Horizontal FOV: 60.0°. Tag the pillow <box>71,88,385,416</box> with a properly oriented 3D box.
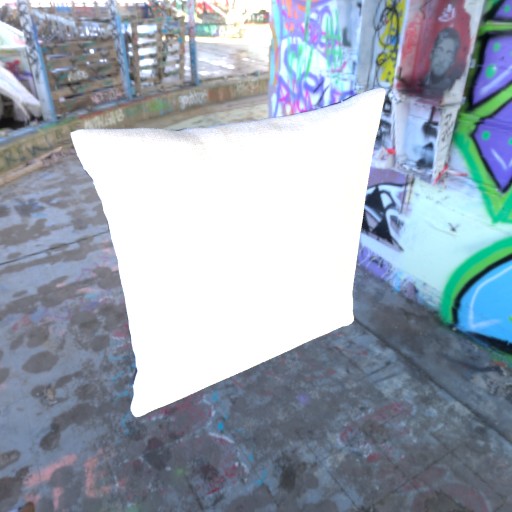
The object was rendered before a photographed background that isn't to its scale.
[{"bbox_3d":[0.000,0.000,0.769,0.517,0.508,0.158,-18,35,-27],"label":"pillow"}]
